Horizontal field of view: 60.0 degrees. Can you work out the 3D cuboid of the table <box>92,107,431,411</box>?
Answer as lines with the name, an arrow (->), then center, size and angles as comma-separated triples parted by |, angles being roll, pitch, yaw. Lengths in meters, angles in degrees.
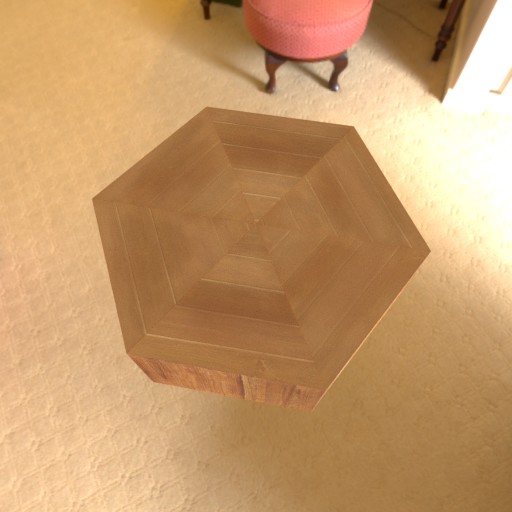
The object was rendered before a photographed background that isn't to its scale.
table -> 0.000, 0.000, 1.685 | 1.000, 0.456, 1.154 | -18, 63, -9
